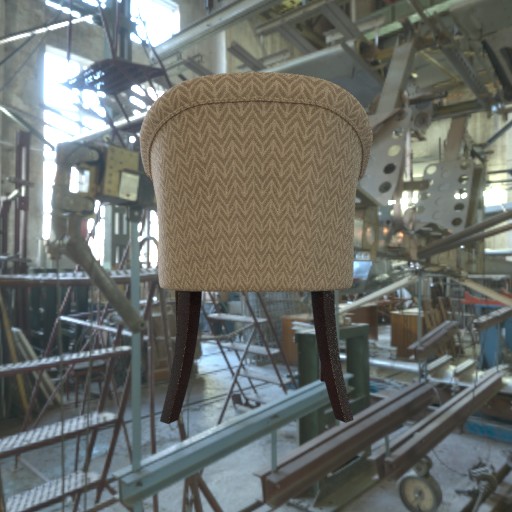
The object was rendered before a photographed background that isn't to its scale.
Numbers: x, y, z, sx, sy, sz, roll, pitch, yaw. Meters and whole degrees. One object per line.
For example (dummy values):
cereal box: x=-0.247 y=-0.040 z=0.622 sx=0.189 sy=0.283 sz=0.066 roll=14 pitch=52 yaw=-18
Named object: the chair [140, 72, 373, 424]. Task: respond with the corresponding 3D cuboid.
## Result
chair: x=0.000 y=0.000 z=1.303 sx=0.686 sy=0.858 sz=0.613 roll=0 pitch=-1 yaw=-1
